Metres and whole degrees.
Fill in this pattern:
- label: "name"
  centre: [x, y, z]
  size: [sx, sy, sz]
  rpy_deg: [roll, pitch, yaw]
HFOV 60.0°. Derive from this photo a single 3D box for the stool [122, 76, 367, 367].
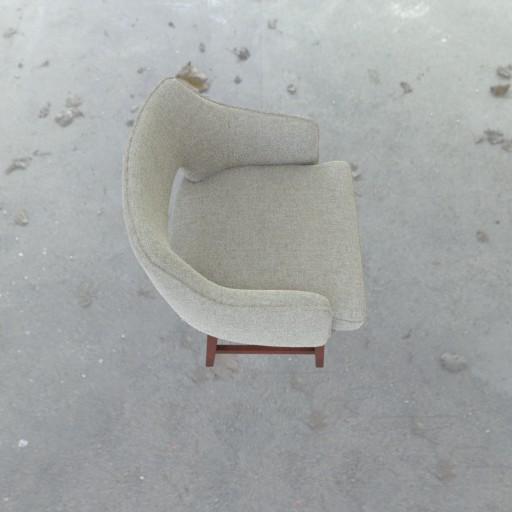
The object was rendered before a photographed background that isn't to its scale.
- label: "stool"
  centre: [0.000, 0.000, 1.319]
  size: [0.558, 0.944, 0.599]
  rpy_deg: [0, 64, 0]
